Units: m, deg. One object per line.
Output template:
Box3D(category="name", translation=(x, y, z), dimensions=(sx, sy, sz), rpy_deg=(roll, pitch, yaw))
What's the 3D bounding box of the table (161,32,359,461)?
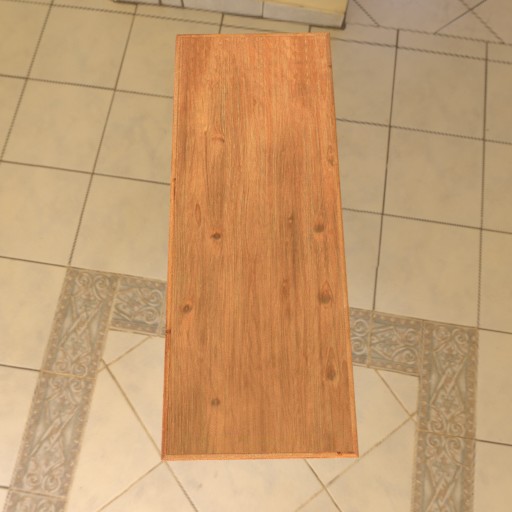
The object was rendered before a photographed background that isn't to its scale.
Box3D(category="table", translation=(0.000, 0.000, 1.750), dimensions=(0.522, 0.873, 1.330), rpy_deg=(-1, 75, 0))
